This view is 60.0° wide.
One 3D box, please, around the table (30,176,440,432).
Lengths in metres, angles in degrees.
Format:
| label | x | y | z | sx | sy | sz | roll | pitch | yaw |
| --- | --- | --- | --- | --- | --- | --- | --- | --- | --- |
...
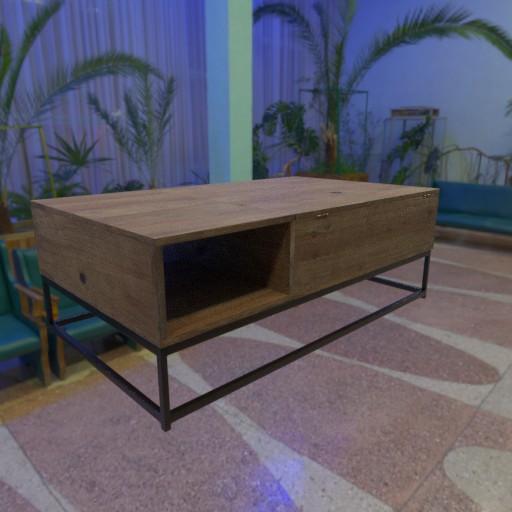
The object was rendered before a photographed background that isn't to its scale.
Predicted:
| label | x | y | z | sx | sy | sz | roll | pitch | yaw |
| --- | --- | --- | --- | --- | --- | --- | --- | --- | --- |
| table | 0.000 | 0.000 | 1.412 | 1.101 | 0.395 | 0.655 | -14 | 20 | -42 |
